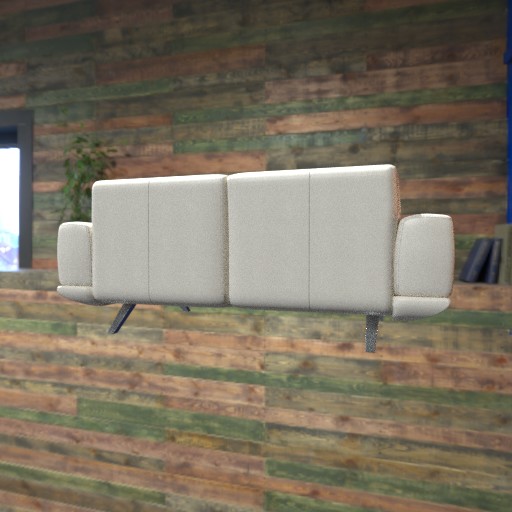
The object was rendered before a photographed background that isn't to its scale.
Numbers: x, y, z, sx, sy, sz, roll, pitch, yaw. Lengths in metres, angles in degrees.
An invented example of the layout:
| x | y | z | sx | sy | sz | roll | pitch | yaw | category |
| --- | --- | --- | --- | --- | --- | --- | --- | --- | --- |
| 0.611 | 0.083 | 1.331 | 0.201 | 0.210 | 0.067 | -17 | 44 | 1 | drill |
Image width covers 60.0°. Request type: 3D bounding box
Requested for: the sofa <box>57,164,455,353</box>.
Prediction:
| x | y | z | sx | sy | sz | roll | pitch | yaw | category |
| --- | --- | --- | --- | --- | --- | --- | --- | --- | --- |
| 0.000 | 0.000 | 2.411 | 1.901 | 0.772 | 0.900 | 0 | 1 | 18 | sofa |
